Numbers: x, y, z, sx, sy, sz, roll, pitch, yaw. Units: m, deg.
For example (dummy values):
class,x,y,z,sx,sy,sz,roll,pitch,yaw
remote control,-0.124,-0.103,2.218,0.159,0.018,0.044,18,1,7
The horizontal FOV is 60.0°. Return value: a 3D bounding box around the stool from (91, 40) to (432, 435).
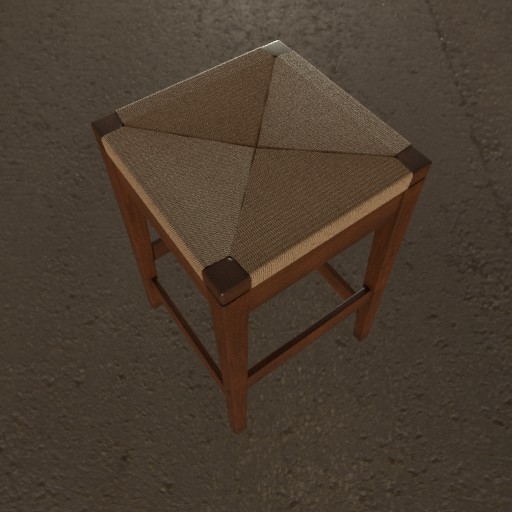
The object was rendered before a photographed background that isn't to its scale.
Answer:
class,x,y,z,sx,sy,sz,roll,pitch,yaw
stool,0.000,0.000,1.089,0.497,0.762,0.507,-32,63,-18
